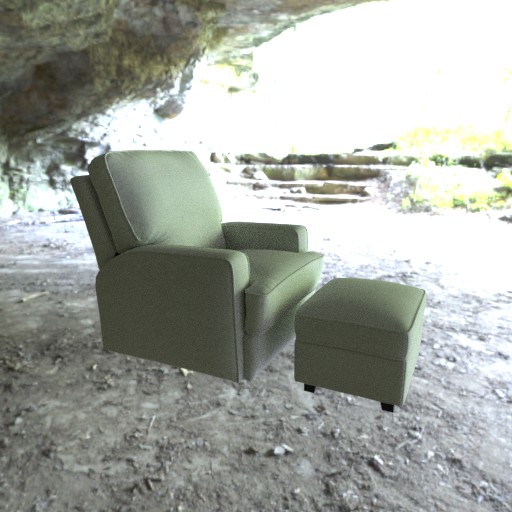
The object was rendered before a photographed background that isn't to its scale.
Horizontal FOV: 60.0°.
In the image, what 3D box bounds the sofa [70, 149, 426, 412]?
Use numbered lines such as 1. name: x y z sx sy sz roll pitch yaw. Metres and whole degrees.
1. sofa: 0.000 0.000 2.050 1.472 0.959 0.861 7 15 25
